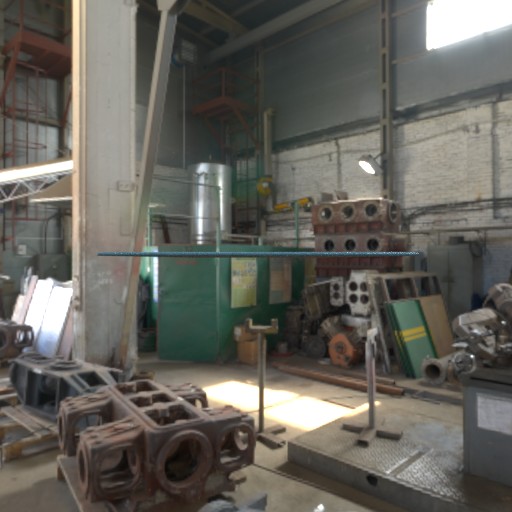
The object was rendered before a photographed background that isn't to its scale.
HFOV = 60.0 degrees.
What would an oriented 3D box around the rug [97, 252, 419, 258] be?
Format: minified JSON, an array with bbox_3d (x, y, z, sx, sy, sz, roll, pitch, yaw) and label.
[{"bbox_3d":[0.000,0.000,1.437,0.604,0.007,1.219,0,0,0],"label":"rug"}]
